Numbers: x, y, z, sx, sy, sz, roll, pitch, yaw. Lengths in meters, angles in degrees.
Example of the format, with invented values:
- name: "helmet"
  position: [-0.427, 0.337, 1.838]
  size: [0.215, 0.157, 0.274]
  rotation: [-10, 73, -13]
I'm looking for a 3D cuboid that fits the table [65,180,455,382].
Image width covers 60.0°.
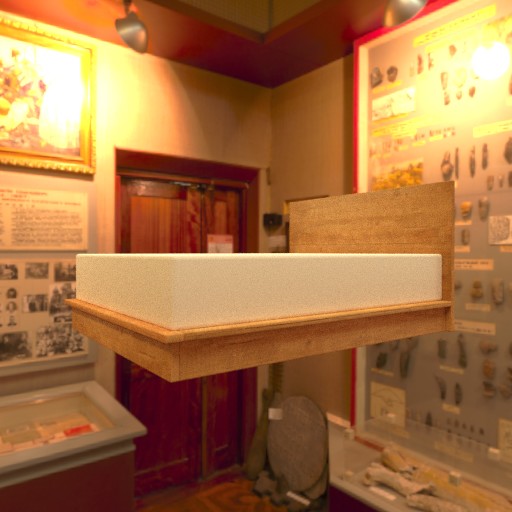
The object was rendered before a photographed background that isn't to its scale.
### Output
- name: "table"
  position: [0.000, 0.000, 3.114]
  size: [2.149, 1.041, 1.707]
  rotation: [0, 1, -36]
